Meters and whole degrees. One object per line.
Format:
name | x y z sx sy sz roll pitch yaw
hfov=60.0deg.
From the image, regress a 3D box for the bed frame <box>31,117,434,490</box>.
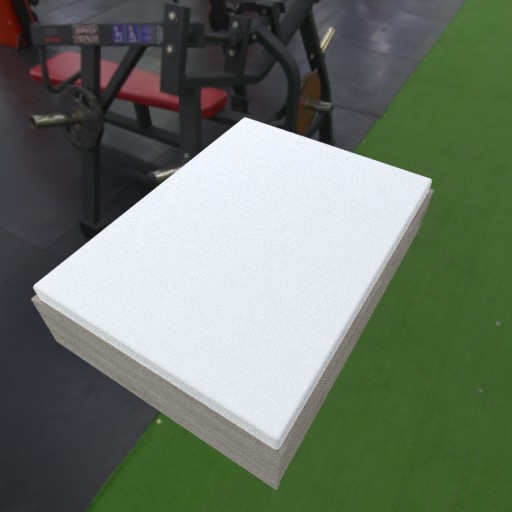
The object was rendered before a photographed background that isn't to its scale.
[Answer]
bed frame | 0.000 0.000 2.633 1.448 0.490 1.944 25 52 21
